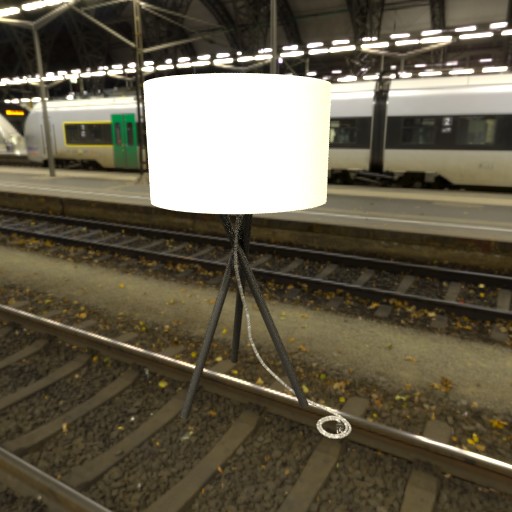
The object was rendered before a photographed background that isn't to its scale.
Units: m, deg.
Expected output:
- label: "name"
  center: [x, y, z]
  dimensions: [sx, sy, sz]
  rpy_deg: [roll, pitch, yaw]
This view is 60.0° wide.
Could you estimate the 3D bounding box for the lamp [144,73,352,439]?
- label: "lamp"
  center: [0.000, 0.000, 0.934]
  dimensions: [0.422, 0.674, 0.353]
  rpy_deg: [2, 15, 9]
